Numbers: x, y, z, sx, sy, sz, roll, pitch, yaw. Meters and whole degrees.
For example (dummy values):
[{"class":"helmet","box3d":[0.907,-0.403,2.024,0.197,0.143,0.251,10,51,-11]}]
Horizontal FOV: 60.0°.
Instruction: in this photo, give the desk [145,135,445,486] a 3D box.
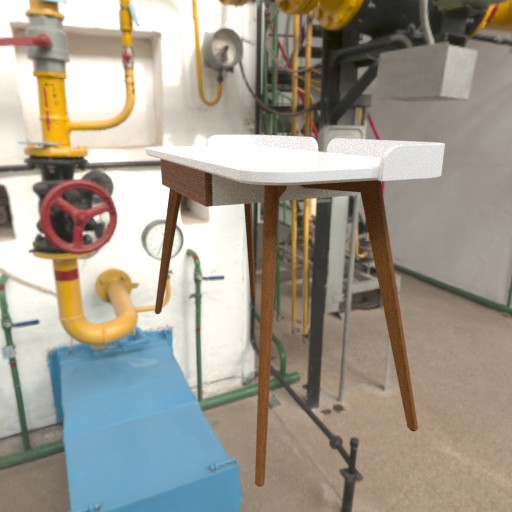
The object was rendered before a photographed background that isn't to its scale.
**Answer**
[{"class":"desk","box3d":[0.000,0.000,1.573,0.534,0.807,1.206,-7,18,-23]}]
